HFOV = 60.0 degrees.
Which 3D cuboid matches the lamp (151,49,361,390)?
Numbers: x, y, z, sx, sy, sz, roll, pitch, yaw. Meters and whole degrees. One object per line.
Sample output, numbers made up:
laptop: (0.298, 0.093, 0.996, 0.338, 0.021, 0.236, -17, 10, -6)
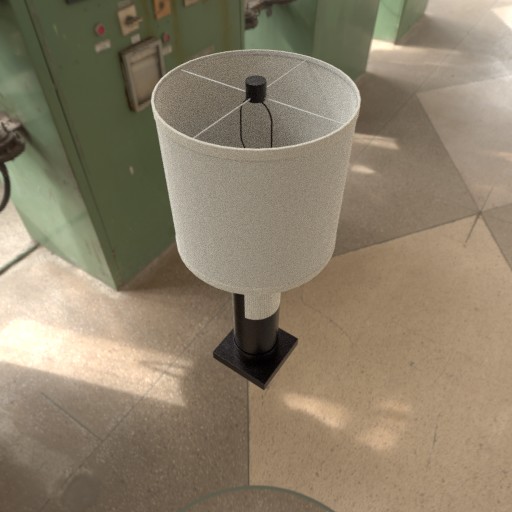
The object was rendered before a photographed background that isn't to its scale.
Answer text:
lamp: (0.000, 0.000, 0.625, 0.211, 0.509, 0.211, 27, 52, 23)
